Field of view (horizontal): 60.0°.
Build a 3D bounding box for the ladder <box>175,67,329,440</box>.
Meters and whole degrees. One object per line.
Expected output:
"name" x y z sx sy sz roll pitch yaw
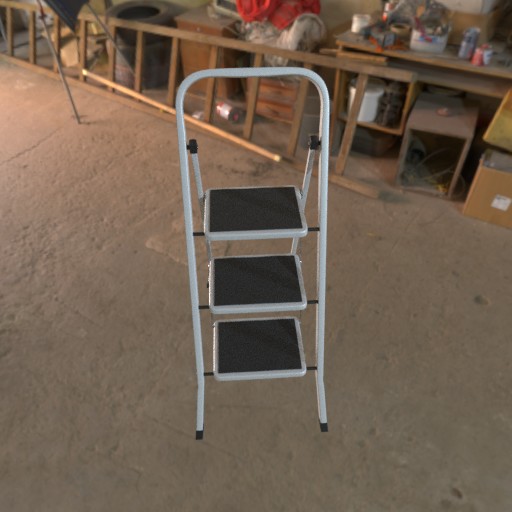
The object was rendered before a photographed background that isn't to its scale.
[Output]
"ladder" 0.000 0.000 1.414 0.460 1.050 0.711 -2 45 -3
